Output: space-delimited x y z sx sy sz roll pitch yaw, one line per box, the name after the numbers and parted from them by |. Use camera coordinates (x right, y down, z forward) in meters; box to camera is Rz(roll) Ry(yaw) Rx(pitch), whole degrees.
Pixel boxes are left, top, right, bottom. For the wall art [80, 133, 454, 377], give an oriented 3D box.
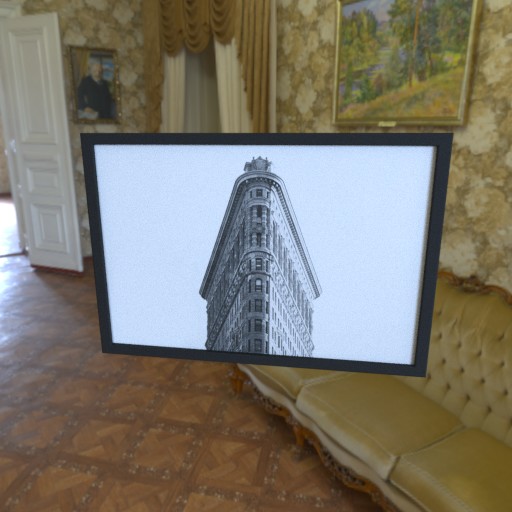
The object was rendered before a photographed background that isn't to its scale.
0.000 0.000 1.232 0.964 0.659 0.049 3 16 10 | wall art
